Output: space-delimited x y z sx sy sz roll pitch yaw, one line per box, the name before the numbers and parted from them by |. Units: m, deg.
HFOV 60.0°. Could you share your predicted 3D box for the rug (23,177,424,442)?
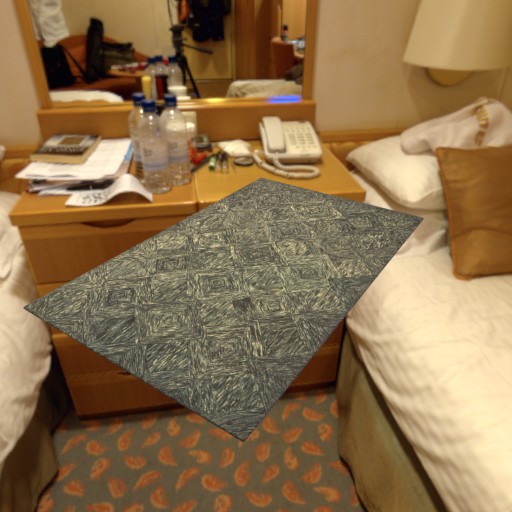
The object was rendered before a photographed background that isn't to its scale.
rug | 0.000 0.000 2.877 1.478 0.017 2.330 19 36 29
